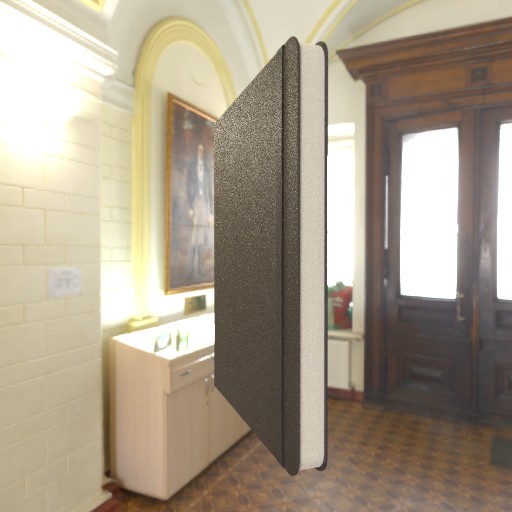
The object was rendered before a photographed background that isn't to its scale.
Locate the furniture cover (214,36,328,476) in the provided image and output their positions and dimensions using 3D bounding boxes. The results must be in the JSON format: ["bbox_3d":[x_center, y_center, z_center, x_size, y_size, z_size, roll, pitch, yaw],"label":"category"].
[{"bbox_3d":[0.000,0.000,0.377,0.023,0.281,0.216,0,1,-19],"label":"furniture cover"}]
